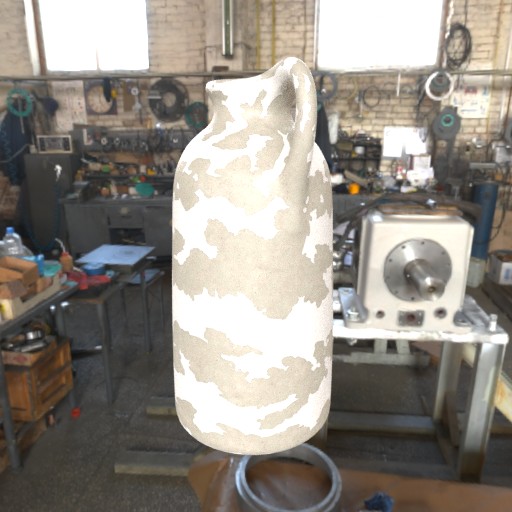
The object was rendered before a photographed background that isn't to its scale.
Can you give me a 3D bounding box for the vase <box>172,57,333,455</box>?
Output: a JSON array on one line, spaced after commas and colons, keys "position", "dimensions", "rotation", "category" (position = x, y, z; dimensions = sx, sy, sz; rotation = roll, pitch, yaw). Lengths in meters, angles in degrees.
[{"position": [0.000, 0.000, 0.482], "dimensions": [0.186, 0.382, 0.203], "rotation": [-8, 18, -25], "category": "vase"}]
